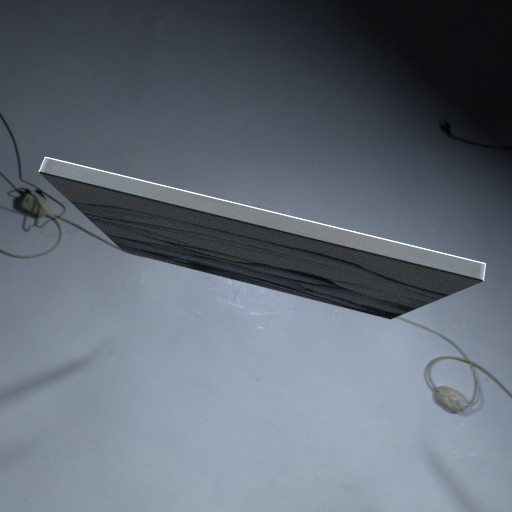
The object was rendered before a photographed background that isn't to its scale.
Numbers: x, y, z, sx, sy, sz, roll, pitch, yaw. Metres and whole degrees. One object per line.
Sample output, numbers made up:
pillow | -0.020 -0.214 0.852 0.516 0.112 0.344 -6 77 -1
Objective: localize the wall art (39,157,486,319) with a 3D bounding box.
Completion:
wall art | 0.000 0.000 1.178 0.914 0.609 0.039 14 75 4
